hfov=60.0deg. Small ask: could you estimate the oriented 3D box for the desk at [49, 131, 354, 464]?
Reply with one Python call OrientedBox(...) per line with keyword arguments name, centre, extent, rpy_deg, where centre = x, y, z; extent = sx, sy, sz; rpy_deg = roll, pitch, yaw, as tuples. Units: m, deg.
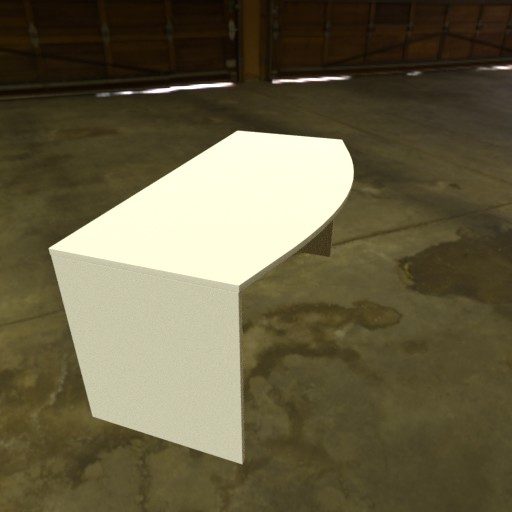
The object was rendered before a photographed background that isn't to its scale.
OrientedBox(name="desk", centre=(0.000, 0.000, 2.101), extent=(0.802, 0.750, 1.600), rpy_deg=(10, 31, 17))
